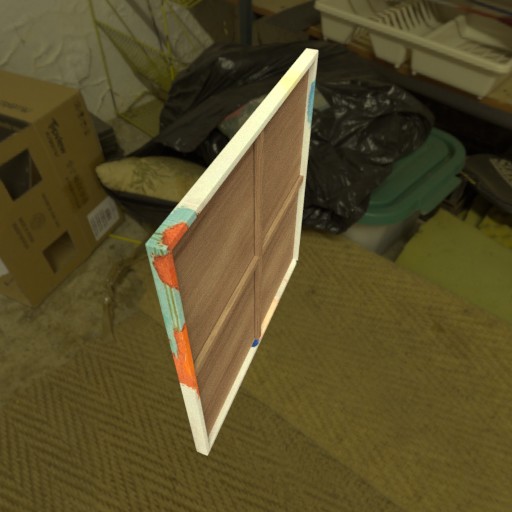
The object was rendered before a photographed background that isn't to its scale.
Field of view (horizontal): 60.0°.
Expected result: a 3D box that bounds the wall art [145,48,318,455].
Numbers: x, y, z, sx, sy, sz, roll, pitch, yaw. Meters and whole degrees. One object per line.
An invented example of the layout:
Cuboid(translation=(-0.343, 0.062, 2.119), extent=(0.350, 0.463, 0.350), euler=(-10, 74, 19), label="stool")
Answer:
Cuboid(translation=(0.000, 0.000, 1.518), extent=(0.044, 1.017, 1.017), euler=(16, 48, 15), label="wall art")
